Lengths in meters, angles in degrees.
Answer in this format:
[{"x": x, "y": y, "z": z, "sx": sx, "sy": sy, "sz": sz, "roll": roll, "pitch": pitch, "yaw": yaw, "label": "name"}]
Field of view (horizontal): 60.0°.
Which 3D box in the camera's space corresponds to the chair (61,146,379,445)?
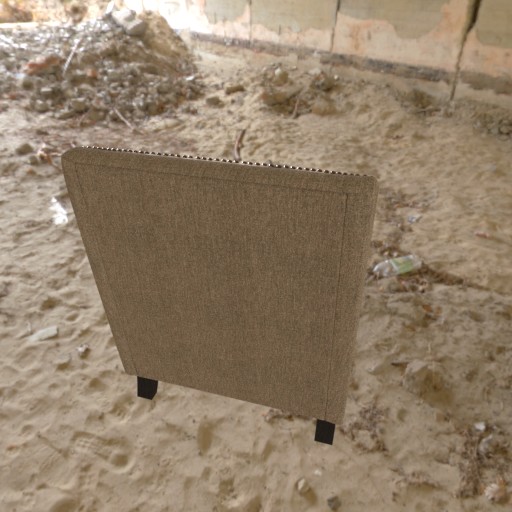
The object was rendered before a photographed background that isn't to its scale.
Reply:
[{"x": 0.000, "y": 0.000, "z": 1.588, "sx": 0.776, "sy": 0.967, "sz": 0.884, "roll": 9, "pitch": 33, "yaw": 14, "label": "chair"}]
